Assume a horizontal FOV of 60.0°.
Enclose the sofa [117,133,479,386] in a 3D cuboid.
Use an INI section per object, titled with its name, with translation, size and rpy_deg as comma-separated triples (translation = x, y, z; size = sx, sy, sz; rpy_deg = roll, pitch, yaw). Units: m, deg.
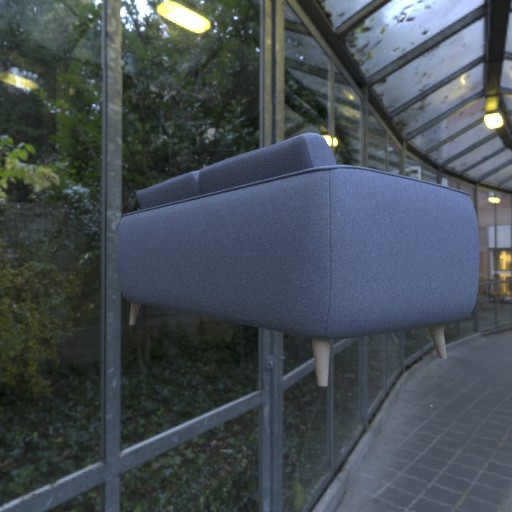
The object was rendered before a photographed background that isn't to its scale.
[sofa]
translation = 0.000, 0.000, 2.405
size = 0.920, 0.870, 2.000
rpy_deg = 1, -1, -36
